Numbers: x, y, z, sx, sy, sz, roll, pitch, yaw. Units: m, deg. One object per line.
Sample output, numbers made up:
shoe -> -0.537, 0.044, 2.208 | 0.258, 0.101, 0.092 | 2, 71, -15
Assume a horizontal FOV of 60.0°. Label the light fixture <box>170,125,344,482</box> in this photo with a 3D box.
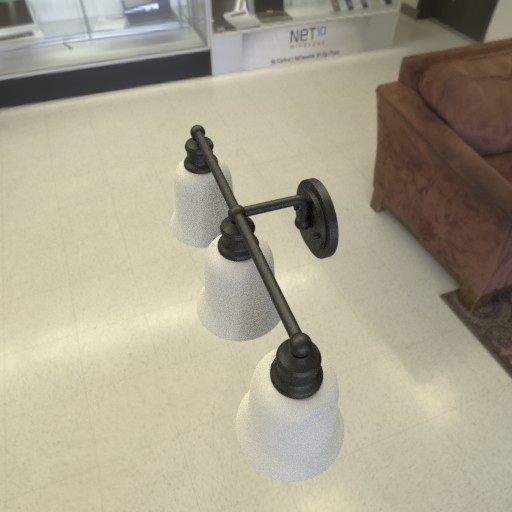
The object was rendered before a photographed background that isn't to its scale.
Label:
light fixture -> 0.000, 0.000, 0.660 | 0.198, 0.211, 0.570 | -14, 48, -13
